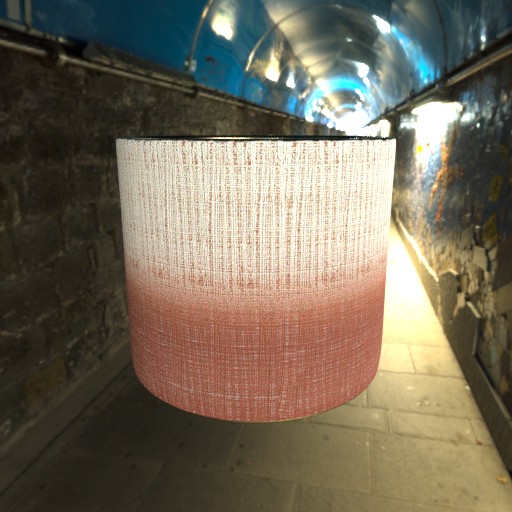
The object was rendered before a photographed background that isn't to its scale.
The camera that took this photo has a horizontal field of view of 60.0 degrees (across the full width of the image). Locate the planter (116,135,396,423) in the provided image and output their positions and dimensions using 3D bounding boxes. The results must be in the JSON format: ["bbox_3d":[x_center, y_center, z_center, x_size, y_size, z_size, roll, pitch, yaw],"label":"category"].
[{"bbox_3d":[0.000,0.000,0.385,0.221,0.201,0.221,0,16,0],"label":"planter"}]
